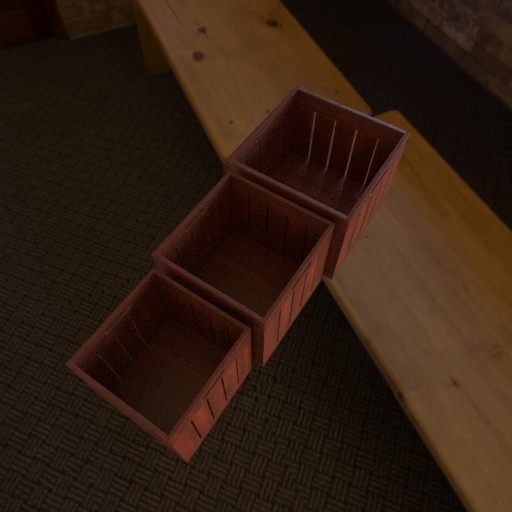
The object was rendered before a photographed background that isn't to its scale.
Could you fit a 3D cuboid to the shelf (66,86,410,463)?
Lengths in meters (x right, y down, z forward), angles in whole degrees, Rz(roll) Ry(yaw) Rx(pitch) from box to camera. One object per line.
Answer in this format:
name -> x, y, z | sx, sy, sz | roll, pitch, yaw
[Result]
shelf -> 0.000, 0.000, 1.271 | 0.393, 0.311, 1.064 | 29, 62, 17
